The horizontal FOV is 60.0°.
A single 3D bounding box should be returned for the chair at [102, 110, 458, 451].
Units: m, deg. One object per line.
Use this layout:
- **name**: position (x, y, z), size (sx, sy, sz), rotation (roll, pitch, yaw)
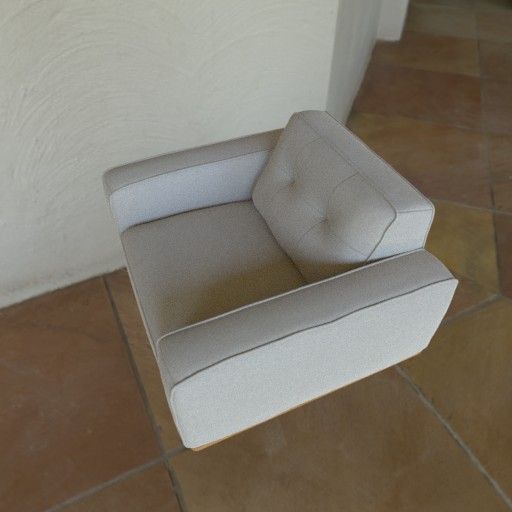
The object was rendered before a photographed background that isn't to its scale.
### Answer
- **chair**: position (0.000, 0.000, 1.729), size (0.953, 0.779, 1.115), rotation (-17, 47, -16)
